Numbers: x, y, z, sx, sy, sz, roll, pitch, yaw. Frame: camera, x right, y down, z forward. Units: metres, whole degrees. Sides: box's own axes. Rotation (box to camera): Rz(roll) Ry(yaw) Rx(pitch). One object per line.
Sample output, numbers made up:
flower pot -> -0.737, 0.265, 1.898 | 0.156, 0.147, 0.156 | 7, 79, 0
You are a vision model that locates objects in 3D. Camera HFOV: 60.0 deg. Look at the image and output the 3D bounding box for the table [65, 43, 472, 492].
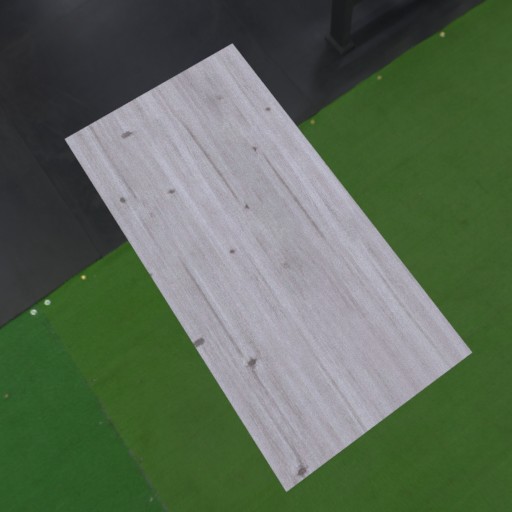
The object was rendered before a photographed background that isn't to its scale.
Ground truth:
table -> 0.000, 0.000, 1.675 | 0.700, 0.450, 1.350 | -33, 78, -8
